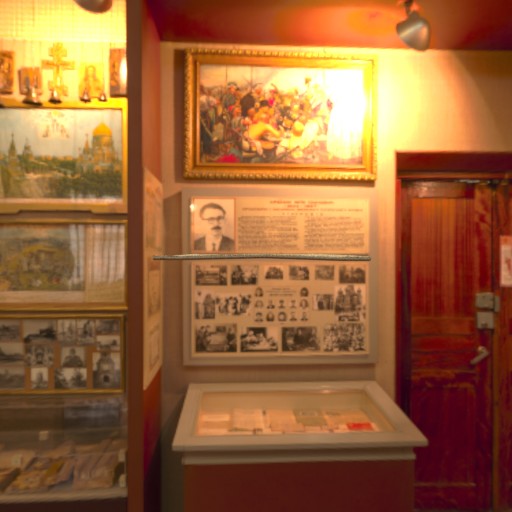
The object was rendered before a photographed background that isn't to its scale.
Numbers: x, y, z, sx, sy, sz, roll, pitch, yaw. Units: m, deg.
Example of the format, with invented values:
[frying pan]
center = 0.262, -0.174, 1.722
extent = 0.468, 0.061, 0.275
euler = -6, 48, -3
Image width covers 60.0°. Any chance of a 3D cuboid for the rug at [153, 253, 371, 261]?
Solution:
[rug]
center = 0.000, 0.000, 2.547
extent = 0.692, 0.032, 2.320
euler = 0, 0, -1
